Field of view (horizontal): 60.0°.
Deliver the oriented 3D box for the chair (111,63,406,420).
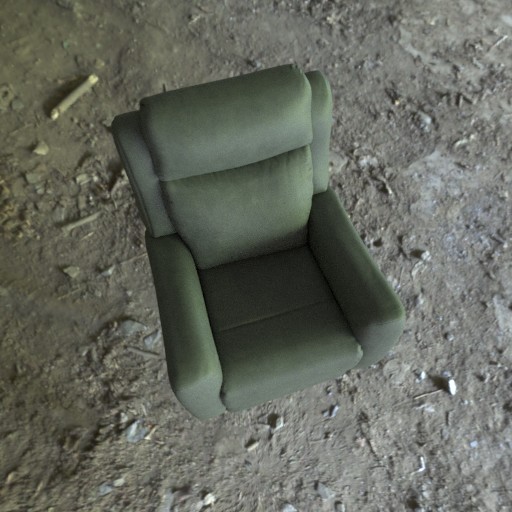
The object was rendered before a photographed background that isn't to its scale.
[{"bbox_3d":[0.000,0.000,1.913,0.967,1.116,1.068,-15,64,-8],"label":"chair"}]
